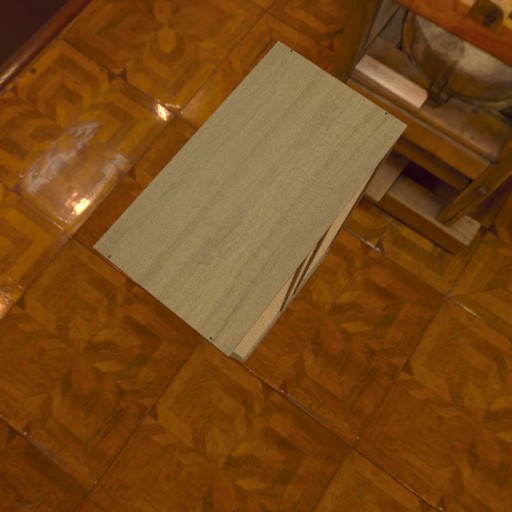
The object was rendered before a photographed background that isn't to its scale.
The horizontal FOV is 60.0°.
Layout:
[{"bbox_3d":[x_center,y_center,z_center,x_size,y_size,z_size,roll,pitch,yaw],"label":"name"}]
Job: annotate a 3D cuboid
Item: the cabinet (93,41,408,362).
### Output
[{"bbox_3d":[0.000,0.000,2.475,0.571,1.999,1.006,37,79,9],"label":"cabinet"}]
